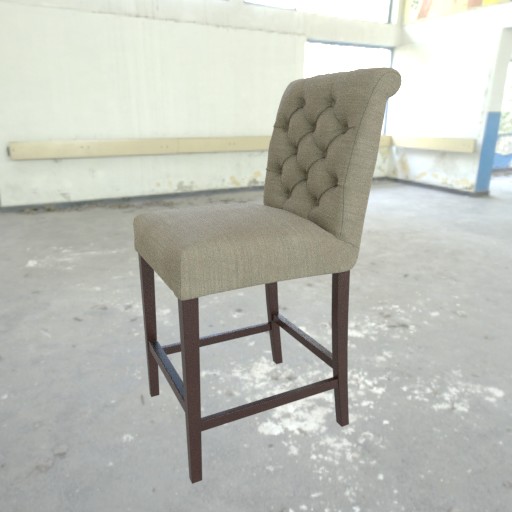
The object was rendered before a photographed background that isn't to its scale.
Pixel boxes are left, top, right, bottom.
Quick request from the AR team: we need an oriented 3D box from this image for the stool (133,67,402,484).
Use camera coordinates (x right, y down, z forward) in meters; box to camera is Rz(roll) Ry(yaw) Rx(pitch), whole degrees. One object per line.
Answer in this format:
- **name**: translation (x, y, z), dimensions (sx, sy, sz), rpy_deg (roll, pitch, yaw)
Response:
- **stool**: translation (0.000, 0.000, 1.379), dimensions (0.660, 1.084, 0.486), rpy_deg (-9, 19, -26)
